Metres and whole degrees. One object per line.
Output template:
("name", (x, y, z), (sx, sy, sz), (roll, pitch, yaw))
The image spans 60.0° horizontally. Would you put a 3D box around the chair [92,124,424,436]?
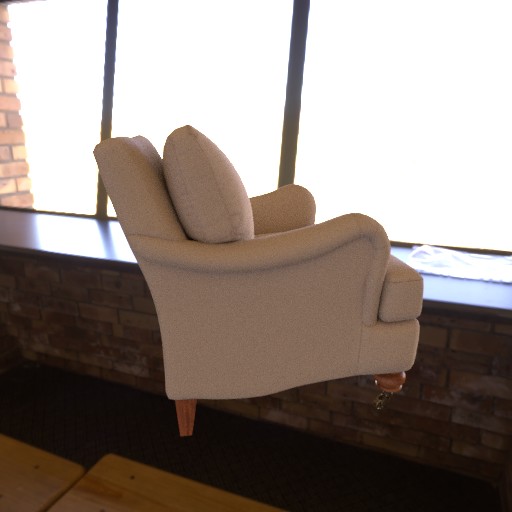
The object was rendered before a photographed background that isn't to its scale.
("chair", (0.000, 0.000, 1.839), (1.070, 1.038, 0.955), (-3, 16, -9))
